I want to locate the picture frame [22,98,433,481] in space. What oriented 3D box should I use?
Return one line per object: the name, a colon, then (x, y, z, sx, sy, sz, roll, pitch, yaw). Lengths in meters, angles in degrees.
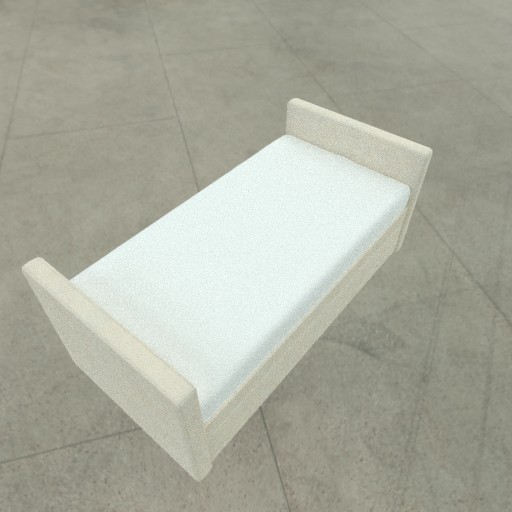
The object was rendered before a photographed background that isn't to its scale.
picture frame: (0.000, 0.000, 2.708, 1.069, 0.891, 2.161, 31, 54, 26)
